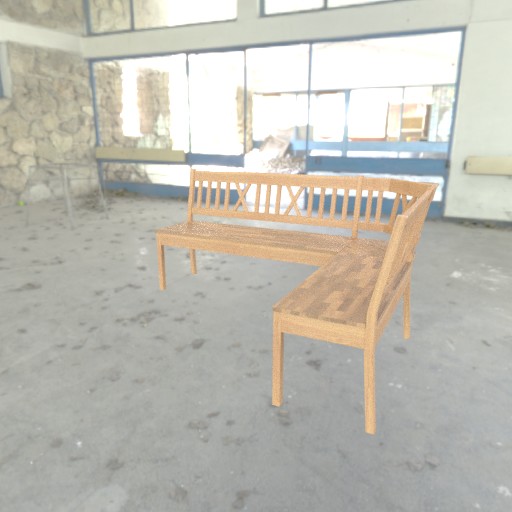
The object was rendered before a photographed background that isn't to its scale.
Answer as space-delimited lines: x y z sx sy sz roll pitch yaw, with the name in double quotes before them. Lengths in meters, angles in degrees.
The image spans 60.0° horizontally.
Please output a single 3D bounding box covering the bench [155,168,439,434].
"bench" 0.000 0.000 2.738 1.937 0.902 1.537 8 17 25
